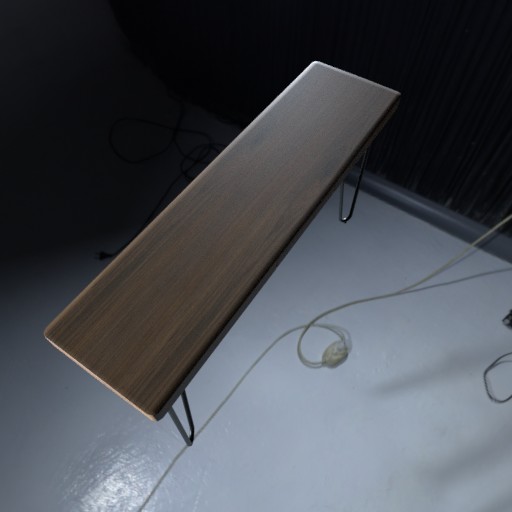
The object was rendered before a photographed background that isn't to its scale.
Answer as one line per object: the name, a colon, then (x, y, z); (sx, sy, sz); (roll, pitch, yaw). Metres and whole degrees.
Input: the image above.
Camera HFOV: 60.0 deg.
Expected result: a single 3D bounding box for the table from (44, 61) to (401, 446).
table: (0.000, 0.000, 1.896); (0.425, 0.834, 1.570); (29, 62, 18)
